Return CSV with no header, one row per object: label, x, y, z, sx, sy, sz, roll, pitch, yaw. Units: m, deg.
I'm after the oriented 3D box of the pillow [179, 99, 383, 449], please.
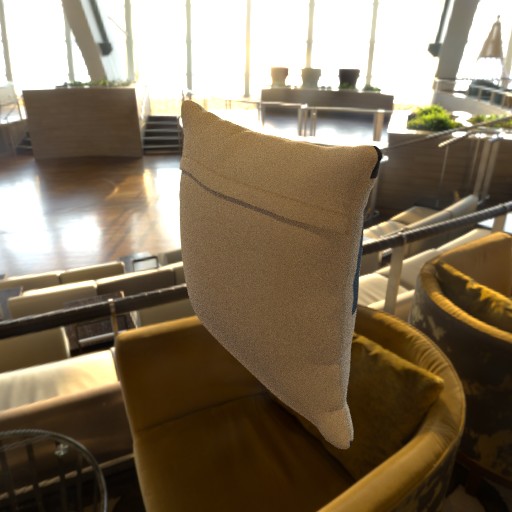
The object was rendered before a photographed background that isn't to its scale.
pillow,0.000,0.000,0.820,0.229,0.506,0.536,-17,30,-31
